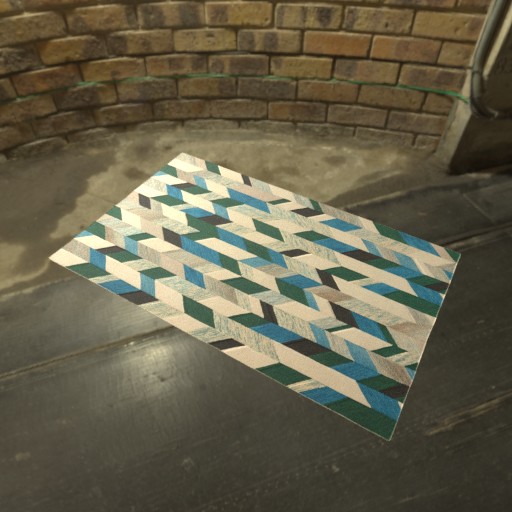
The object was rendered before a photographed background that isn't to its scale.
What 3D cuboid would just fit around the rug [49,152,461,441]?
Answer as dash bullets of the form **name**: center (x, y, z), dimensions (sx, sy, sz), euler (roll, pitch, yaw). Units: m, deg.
- **rug**: center (0.000, 0.000, 3.058), dimensions (2.433, 0.007, 1.507), euler (23, 51, 21)
